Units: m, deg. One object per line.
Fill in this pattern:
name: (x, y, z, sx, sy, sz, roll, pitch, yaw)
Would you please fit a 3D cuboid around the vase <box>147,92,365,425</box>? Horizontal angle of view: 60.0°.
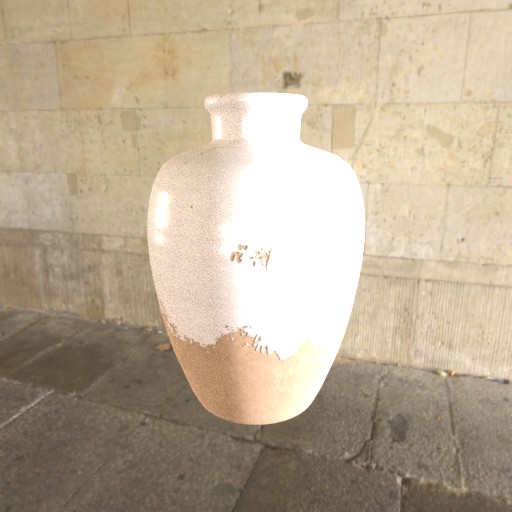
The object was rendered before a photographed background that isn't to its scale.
vase: (0.000, 0.000, 0.337, 0.158, 0.228, 0.158, 0, 15, 0)
